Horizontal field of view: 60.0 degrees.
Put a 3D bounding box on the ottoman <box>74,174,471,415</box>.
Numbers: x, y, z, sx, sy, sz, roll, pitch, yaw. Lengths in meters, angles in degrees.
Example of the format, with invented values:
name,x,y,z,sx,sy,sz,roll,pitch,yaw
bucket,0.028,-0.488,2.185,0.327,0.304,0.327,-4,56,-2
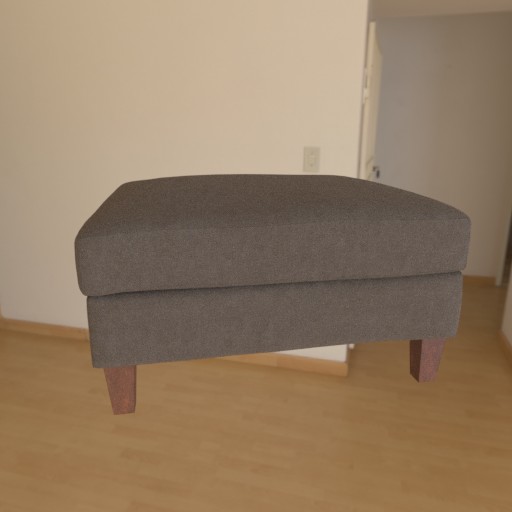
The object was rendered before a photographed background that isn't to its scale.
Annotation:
name,x,y,z,sx,sy,sz,roll,pitch,yaw
ottoman,0.000,0.000,1.374,0.881,0.482,0.861,-3,16,-10
